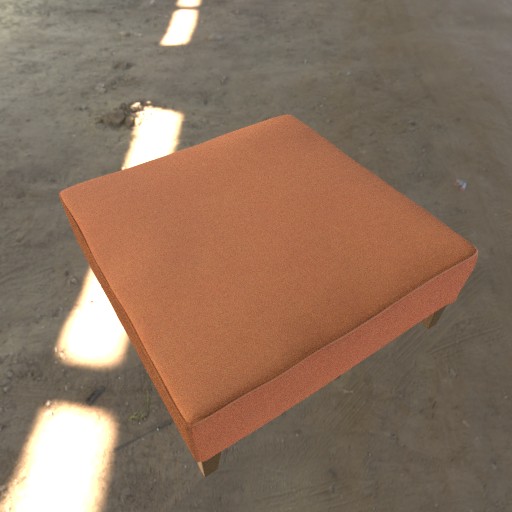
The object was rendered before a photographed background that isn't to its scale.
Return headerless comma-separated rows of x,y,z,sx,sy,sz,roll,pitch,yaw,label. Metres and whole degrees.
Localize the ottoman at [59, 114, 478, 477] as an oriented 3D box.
0.000,0.000,1.536,0.997,0.438,0.999,-25,51,-22,ottoman
